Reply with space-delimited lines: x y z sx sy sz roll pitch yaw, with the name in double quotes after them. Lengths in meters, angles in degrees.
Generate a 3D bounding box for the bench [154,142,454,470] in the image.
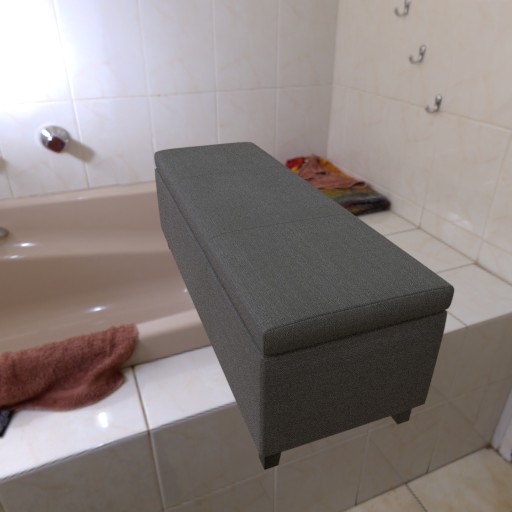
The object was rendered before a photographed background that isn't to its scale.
0.000 0.000 1.469 0.446 0.438 1.269 -10 31 -18 "bench"
